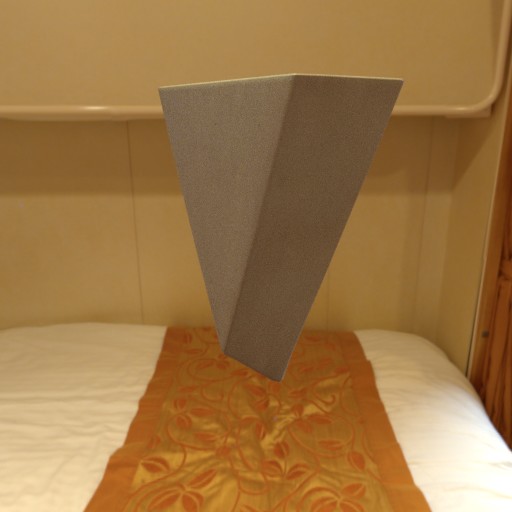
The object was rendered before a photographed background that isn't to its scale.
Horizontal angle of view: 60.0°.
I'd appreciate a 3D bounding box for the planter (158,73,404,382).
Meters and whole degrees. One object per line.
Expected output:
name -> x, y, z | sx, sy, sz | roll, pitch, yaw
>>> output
planter -> 0.000, 0.000, 0.273 | 0.150, 0.197, 0.060 | 15, 22, 42
